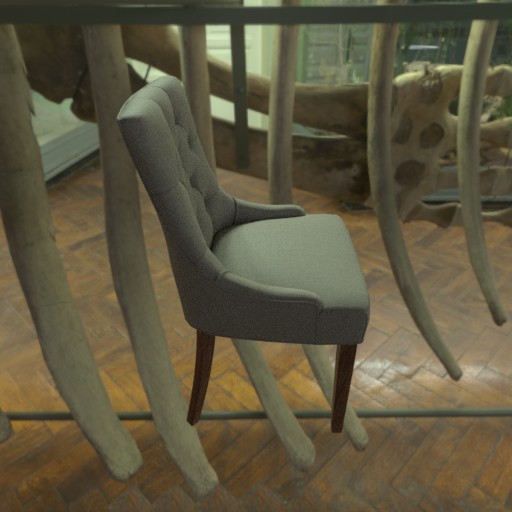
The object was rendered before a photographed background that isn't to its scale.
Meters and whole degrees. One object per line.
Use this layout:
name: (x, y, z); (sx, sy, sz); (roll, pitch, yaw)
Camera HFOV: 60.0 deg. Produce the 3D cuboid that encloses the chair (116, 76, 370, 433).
chair: (0.000, 0.000, 1.218); (0.565, 0.874, 0.509); (0, 32, 0)
